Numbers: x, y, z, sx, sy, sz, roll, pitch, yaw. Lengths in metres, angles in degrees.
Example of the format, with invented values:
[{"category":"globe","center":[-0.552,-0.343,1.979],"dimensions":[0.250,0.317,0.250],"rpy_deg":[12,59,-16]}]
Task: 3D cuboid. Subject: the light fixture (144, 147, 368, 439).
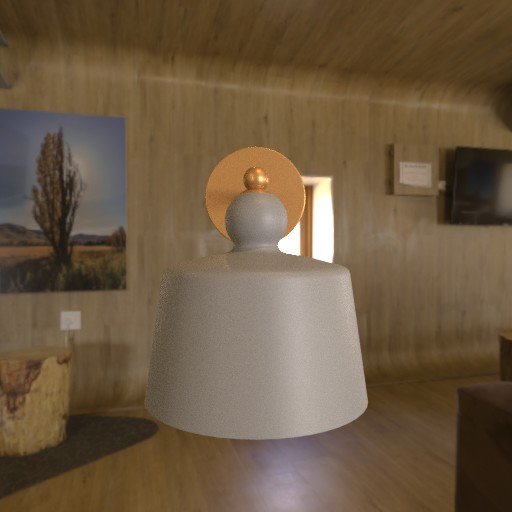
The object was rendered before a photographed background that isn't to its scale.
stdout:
[{"category":"light fixture","center":[0.000,0.000,0.440],"dimensions":[0.204,0.268,0.254],"rpy_deg":[0,1,0]}]
